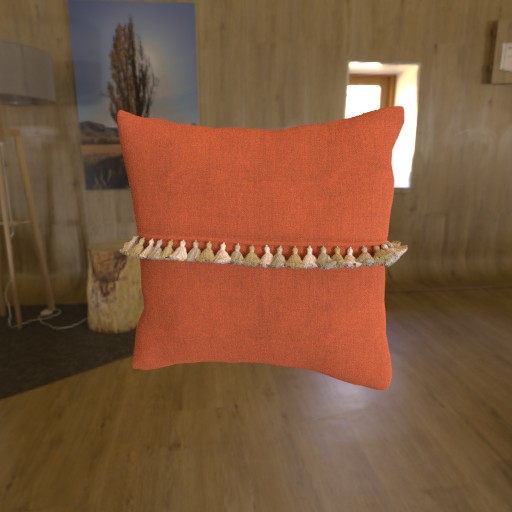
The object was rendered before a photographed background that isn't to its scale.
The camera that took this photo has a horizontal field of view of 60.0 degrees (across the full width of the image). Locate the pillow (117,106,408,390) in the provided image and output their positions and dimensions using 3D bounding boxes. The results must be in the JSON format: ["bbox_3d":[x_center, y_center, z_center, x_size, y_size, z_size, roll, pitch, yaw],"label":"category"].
[{"bbox_3d":[0.000,0.000,0.753,0.490,0.482,0.165,2,14,9],"label":"pillow"}]
